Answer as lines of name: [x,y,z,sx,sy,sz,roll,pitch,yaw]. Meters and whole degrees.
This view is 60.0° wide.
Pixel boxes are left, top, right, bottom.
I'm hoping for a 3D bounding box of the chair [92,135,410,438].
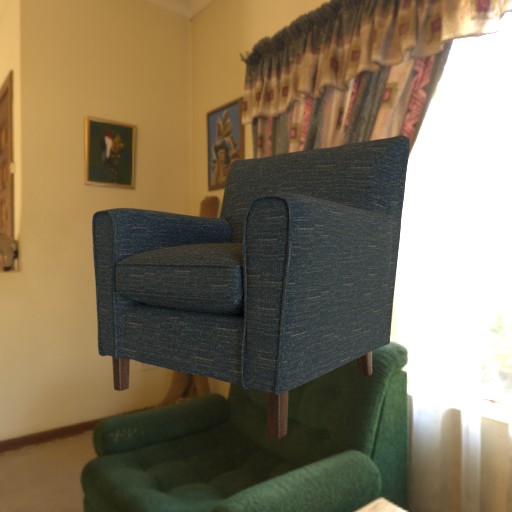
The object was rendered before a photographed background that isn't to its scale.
chair: [0.000,0.000,1.630,0.864,0.928,0.873,1,1,36]
